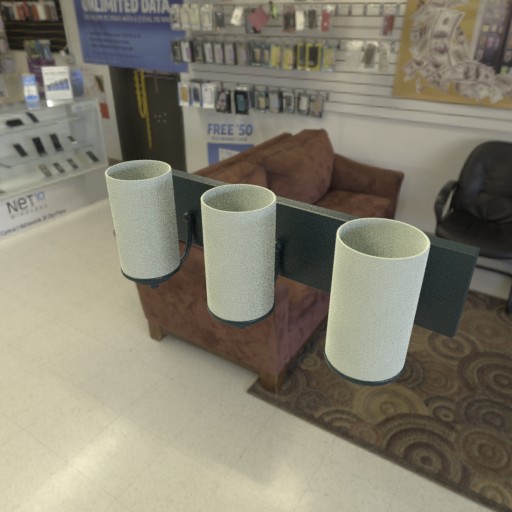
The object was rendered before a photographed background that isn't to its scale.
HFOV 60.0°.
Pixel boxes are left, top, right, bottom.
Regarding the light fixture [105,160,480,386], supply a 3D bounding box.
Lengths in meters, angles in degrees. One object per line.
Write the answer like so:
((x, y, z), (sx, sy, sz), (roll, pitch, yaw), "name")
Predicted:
((0.000, 0.000, 0.532), (0.451, 0.172, 0.145), (19, 35, 30), "light fixture")
